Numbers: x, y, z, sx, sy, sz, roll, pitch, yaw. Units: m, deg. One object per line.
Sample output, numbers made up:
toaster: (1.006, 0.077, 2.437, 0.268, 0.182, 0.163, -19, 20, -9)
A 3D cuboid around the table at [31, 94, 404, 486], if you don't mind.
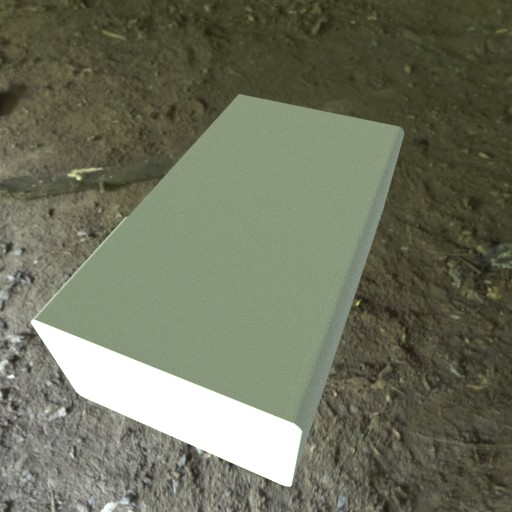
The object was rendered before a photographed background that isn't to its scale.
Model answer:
table: (0.000, 0.000, 1.394, 0.639, 0.442, 1.097, 17, 49, 15)
